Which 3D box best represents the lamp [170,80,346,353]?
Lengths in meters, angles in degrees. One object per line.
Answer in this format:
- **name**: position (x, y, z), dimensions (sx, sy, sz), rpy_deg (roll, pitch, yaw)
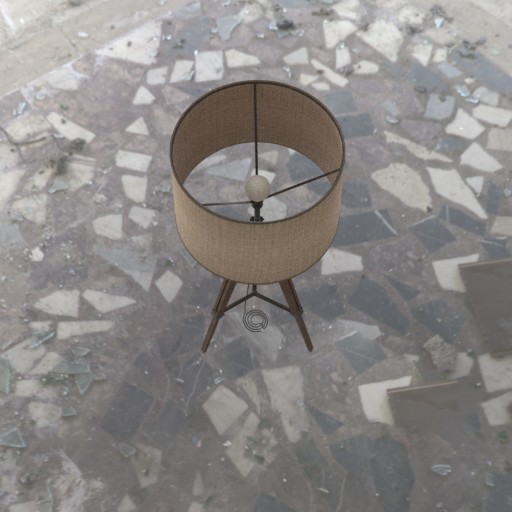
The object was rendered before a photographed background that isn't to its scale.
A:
- **lamp**: position (0.000, 0.000, 1.771), dimensions (0.604, 1.510, 0.587), rpy_deg (-2, 66, -1)
